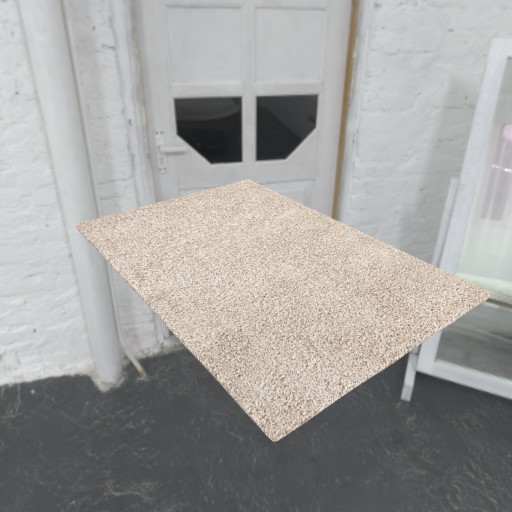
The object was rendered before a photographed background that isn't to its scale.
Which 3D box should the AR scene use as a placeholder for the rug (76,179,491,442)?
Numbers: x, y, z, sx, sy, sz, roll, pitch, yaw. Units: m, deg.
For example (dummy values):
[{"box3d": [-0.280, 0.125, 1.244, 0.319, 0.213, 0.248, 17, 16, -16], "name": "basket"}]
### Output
[{"box3d": [0.000, 0.000, 2.211, 1.219, 0.030, 1.778, -21, 36, -32], "name": "rug"}]
